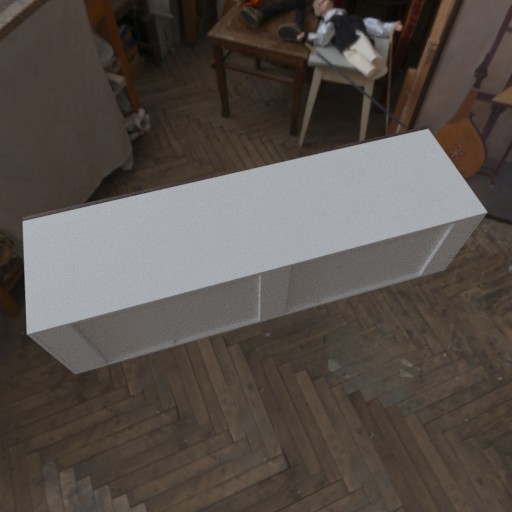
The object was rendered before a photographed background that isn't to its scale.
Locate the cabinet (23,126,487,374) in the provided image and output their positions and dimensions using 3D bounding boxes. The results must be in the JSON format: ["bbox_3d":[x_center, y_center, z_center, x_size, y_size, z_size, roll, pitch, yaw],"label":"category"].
[{"bbox_3d":[0.000,0.000,1.714,1.499,0.533,0.431,-15,60,-9],"label":"cabinet"}]
